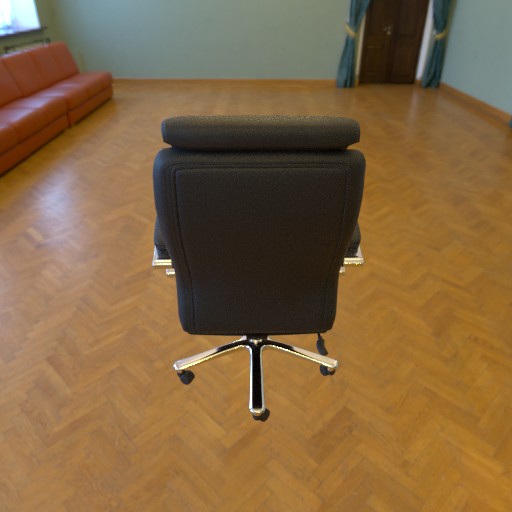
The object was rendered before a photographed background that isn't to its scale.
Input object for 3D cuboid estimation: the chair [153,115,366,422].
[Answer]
[{"bbox_3d":[0.000,0.000,1.658,0.755,1.183,0.790,-1,31,-1],"label":"chair"}]
